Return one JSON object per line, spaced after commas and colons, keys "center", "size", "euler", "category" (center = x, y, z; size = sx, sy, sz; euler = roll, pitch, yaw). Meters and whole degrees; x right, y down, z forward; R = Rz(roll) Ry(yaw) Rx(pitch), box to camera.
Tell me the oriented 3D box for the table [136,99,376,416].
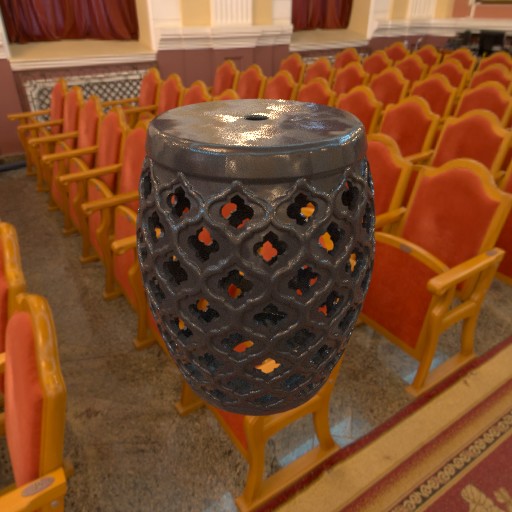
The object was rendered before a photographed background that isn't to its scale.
{"center": [0.000, 0.000, 0.636], "size": [0.325, 0.388, 0.325], "euler": [0, 30, 0], "category": "table"}
